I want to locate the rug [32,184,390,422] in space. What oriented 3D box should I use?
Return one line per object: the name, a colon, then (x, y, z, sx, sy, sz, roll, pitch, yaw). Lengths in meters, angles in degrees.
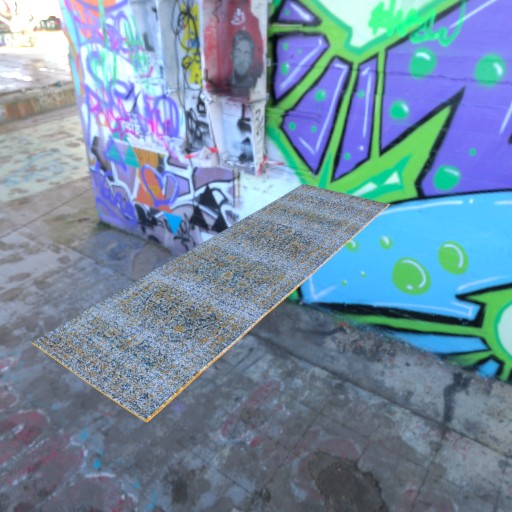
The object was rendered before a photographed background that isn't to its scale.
rug: (0.000, 0.000, 2.504, 0.704, 0.014, 2.294, 20, 35, 30)
